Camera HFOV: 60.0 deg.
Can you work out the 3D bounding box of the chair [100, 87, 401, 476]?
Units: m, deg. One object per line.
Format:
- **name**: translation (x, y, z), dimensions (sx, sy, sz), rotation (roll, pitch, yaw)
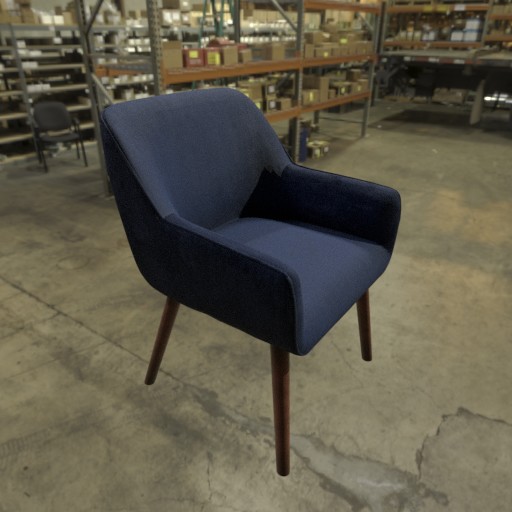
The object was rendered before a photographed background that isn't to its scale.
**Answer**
- **chair**: translation (0.000, 0.000, 1.236), dimensions (0.600, 0.820, 0.600), rotation (18, 32, 31)
